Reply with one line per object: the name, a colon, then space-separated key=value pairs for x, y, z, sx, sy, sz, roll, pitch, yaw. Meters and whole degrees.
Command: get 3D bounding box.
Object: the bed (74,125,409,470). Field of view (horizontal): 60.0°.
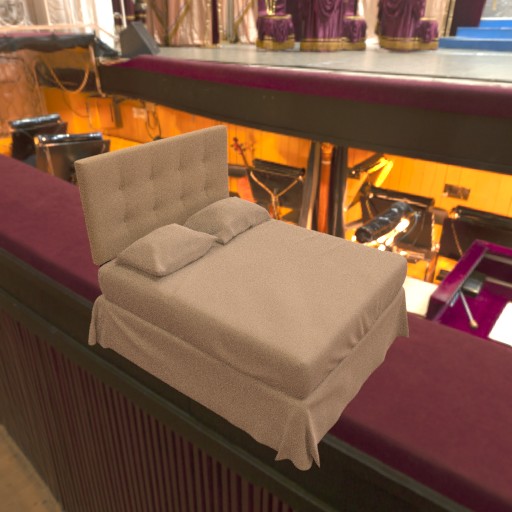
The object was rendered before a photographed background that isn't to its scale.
bed: x=0.000 y=0.000 z=3.558 sx=2.222 sy=1.577 sz=1.936 roll=19 pitch=33 yaw=32
